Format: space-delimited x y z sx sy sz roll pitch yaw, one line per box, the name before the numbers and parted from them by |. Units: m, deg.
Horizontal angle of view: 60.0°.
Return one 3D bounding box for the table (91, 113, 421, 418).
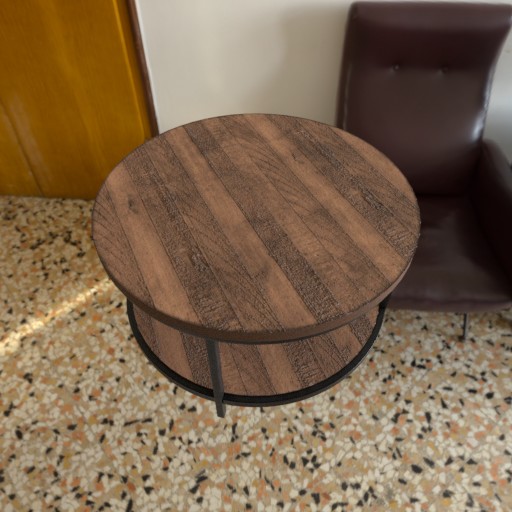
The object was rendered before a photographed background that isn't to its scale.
table | 0.000 0.000 1.331 0.837 0.462 0.837 0 48 0
